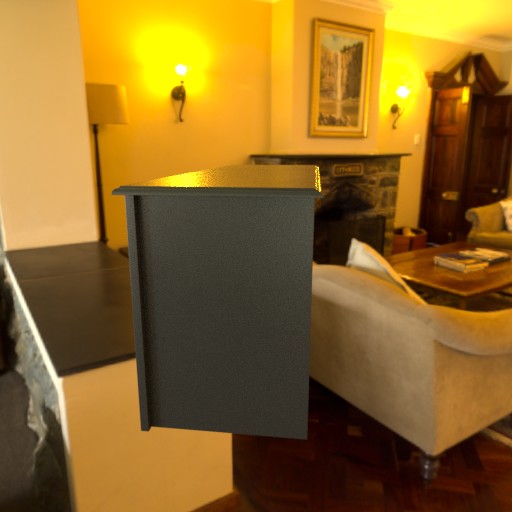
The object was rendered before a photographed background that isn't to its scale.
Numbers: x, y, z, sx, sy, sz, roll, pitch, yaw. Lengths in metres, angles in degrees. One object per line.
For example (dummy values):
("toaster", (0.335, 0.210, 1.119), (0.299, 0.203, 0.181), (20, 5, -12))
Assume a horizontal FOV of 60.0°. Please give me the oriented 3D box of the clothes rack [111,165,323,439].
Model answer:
("clothes rack", (0.000, 0.000, 1.484), (0.406, 0.556, 1.219), (2, 14, 7))
